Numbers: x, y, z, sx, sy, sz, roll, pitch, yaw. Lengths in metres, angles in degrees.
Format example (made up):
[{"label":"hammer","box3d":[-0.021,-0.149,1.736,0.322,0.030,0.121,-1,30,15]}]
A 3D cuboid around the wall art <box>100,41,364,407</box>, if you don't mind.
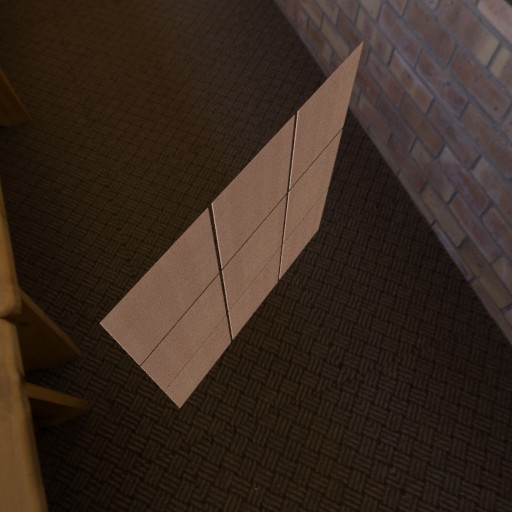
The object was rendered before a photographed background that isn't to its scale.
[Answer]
[{"label":"wall art","box3d":[0.000,0.000,2.222,0.002,1.505,1.517,33,67,16]}]
